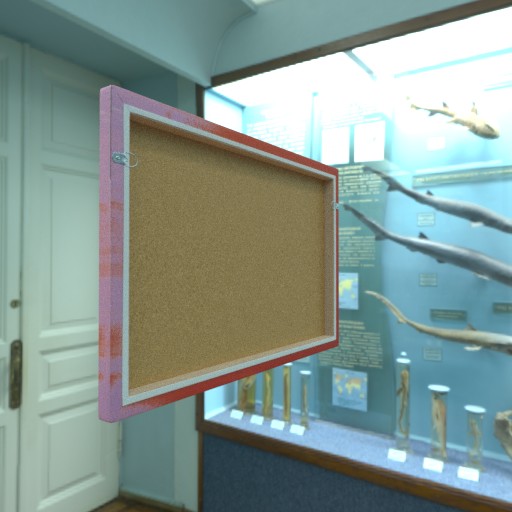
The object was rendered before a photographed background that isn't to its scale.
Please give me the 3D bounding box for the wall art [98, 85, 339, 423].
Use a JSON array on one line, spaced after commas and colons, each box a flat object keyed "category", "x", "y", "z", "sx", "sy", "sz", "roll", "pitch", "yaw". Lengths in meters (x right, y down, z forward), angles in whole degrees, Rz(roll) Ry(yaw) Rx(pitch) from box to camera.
[{"category": "wall art", "x": 0.000, "y": 0.000, "z": 1.166, "sx": 0.040, "sy": 0.609, "sz": 0.913, "roll": -1, "pitch": -1, "yaw": 37}]
